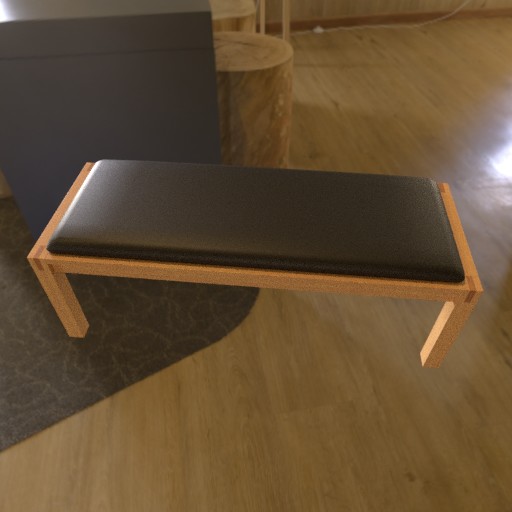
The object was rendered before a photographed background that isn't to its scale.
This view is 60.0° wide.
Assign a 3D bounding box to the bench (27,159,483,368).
[{"bbox_3d":[0.000,0.000,1.433,1.202,0.430,0.450,4,46,4],"label":"bench"}]
